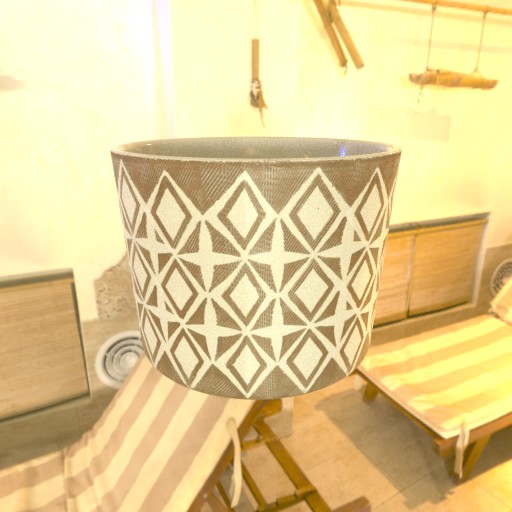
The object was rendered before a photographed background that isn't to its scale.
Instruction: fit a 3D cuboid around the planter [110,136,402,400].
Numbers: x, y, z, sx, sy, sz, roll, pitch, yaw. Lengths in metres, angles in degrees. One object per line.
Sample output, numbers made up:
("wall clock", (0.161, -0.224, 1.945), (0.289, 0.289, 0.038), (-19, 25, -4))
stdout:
("planter", (0.000, 0.000, 0.448), (0.260, 0.220, 0.260), (0, 18, 0))
